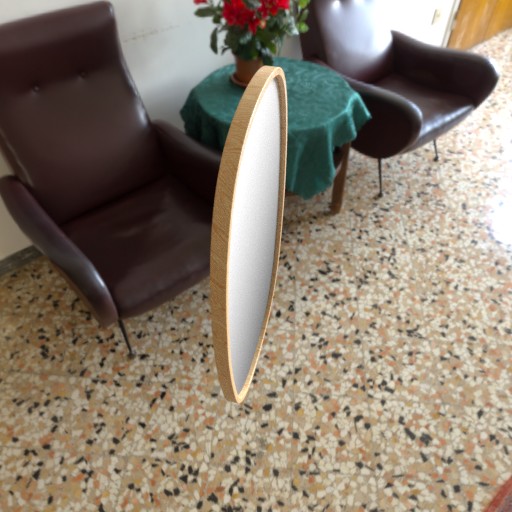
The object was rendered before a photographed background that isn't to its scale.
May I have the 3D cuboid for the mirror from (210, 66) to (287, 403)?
[{"bbox_3d":[0.000,0.000,1.350,0.037,1.075,0.724,10,48,9],"label":"mirror"}]
